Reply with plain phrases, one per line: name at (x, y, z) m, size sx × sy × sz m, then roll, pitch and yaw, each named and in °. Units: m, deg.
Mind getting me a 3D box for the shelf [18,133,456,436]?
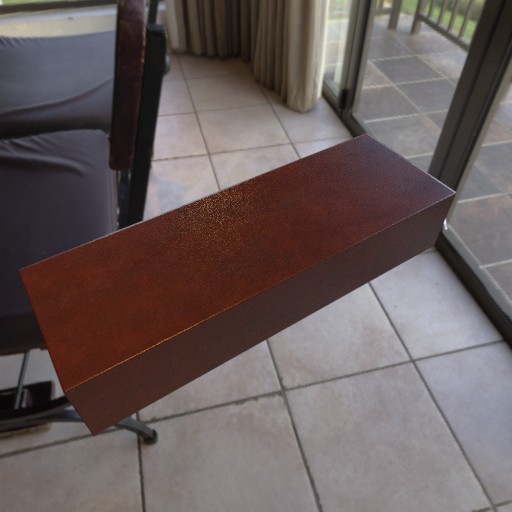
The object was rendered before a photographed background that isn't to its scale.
shelf at (0.000, 0.000, 0.508) m, size 0.457 × 0.088 × 0.152 m, roll -25°, pitch 52°, yaw -22°
